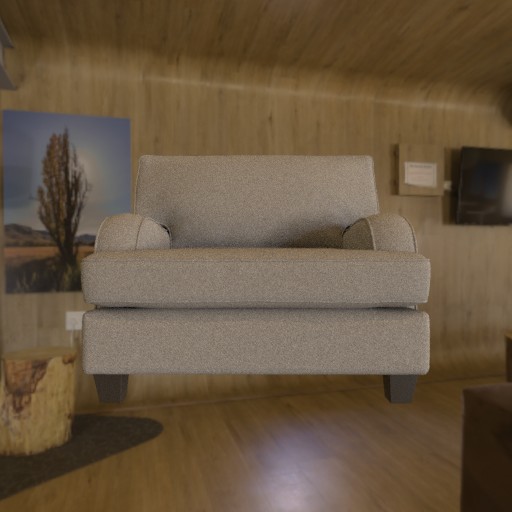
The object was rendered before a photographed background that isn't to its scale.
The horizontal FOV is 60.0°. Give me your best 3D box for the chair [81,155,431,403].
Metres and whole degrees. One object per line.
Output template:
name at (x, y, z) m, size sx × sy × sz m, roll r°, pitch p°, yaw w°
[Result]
chair at (0.000, 0.000, 1.979) m, size 1.220 × 1.016 × 1.040 m, roll 0°, pitch 1°, yaw 0°
